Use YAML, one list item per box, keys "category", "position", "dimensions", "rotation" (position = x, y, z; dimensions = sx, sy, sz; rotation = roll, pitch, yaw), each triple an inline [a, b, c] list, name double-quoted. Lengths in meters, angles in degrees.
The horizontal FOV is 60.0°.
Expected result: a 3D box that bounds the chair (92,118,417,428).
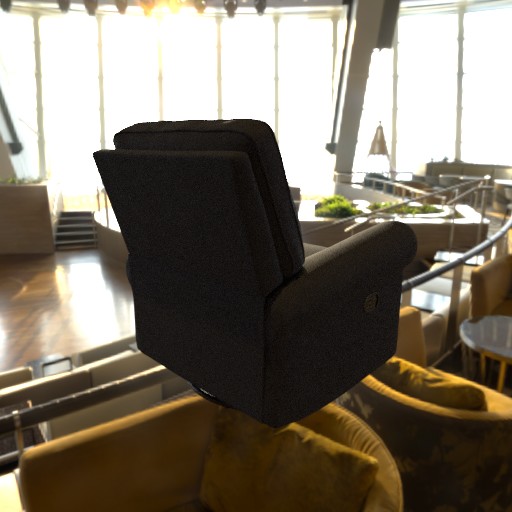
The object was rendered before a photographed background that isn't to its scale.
- category: "chair"
  position: [0.000, 0.000, 1.661]
  dimensions: [0.890, 0.961, 0.878]
  rotation: [14, 20, 43]
